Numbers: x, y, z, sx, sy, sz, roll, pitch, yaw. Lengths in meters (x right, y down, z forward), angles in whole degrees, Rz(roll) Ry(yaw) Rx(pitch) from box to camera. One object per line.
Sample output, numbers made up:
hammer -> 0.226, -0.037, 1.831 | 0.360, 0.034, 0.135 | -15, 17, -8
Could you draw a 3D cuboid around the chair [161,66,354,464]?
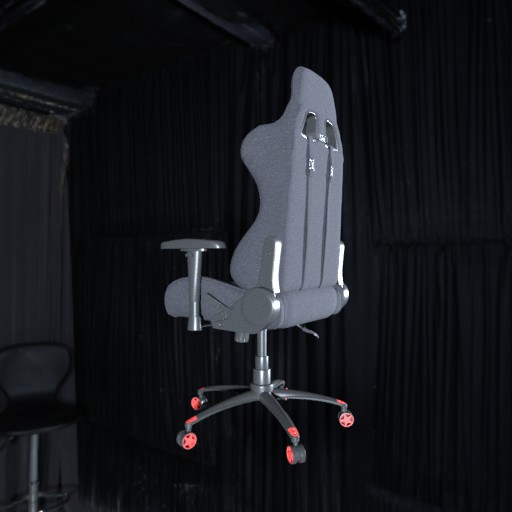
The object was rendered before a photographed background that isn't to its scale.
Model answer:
chair -> 0.000, 0.000, 1.750 | 0.658, 1.326, 0.695 | 0, 0, 35
